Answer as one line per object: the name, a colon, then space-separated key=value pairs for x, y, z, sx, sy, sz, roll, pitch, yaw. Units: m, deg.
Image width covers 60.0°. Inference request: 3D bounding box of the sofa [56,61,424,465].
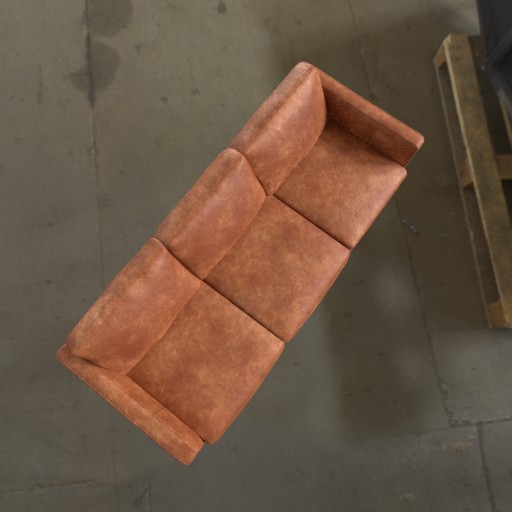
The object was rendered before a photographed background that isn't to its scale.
sofa: x=0.000 y=0.000 z=2.975 sx=1.045 sy=1.006 sz=2.464 roll=36 pitch=79 yaw=8
